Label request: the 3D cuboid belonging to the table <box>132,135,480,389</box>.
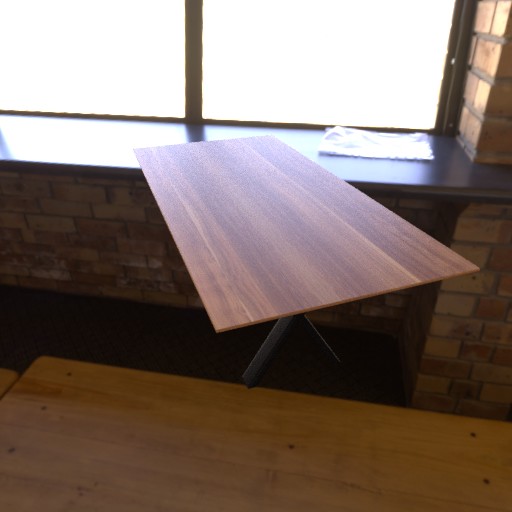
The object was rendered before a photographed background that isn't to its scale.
[{"bbox_3d":[0.000,0.000,2.469,1.000,0.770,2.000,-11,32,-18],"label":"table"}]
